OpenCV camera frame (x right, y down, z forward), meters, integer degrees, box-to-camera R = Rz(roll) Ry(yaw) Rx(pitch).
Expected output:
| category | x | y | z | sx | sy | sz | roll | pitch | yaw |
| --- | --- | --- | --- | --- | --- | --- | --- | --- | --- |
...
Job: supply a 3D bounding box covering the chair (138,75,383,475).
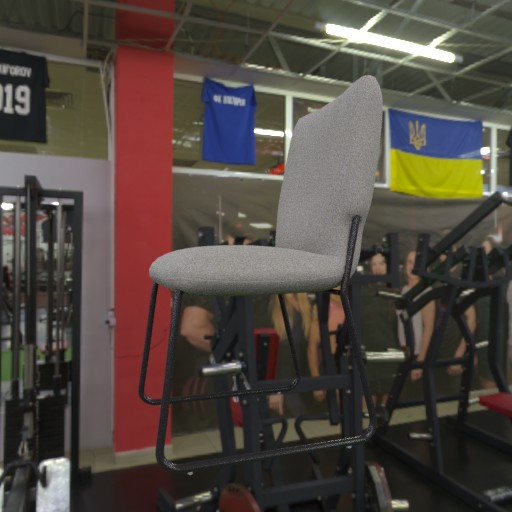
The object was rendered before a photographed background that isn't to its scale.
| category | x | y | z | sx | sy | sz | roll | pitch | yaw |
| --- | --- | --- | --- | --- | --- | --- | --- | --- | --- |
| chair | 0.000 | 0.000 | 1.149 | 0.560 | 0.864 | 0.448 | 0 | 0 | -19 |
